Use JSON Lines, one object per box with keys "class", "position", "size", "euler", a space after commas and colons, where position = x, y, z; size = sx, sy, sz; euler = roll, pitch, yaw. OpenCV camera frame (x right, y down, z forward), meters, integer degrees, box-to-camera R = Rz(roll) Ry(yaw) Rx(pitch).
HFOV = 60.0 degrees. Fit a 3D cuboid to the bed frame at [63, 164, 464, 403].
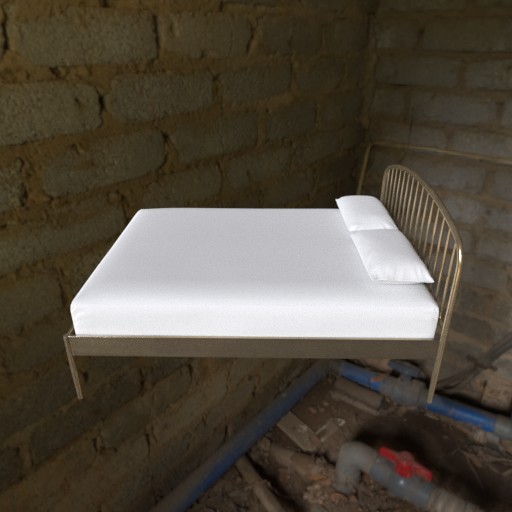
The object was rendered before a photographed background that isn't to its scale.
{"class": "bed frame", "position": [0.000, 0.000, 3.141], "size": [2.152, 1.175, 1.612], "euler": [0, 26, 1]}
